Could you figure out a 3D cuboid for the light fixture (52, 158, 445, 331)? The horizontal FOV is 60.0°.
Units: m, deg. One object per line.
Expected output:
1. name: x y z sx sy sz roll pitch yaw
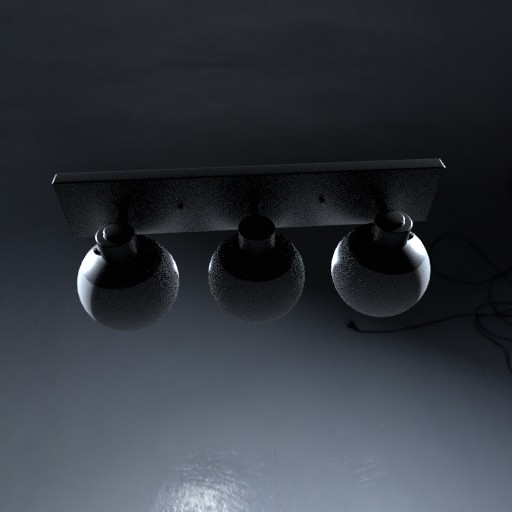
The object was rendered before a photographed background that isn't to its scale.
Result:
1. light fixture: 0.000 0.000 0.848 0.721 0.263 0.218 -3 45 -3
